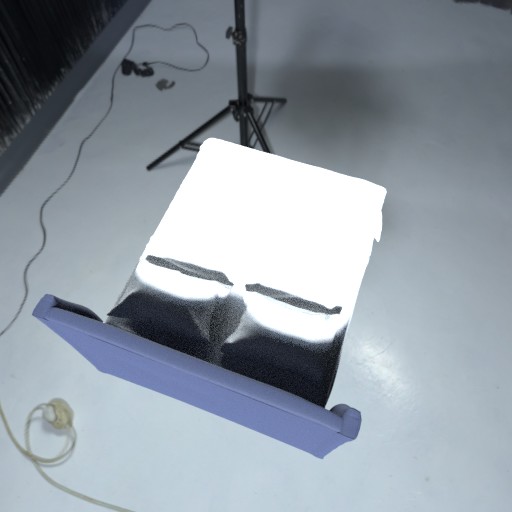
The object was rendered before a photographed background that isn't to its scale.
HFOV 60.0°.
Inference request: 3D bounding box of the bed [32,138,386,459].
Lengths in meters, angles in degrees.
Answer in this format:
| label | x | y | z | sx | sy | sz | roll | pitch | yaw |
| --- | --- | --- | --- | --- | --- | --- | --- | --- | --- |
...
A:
| label | x | y | z | sx | sy | sz | roll | pitch | yaw |
| --- | --- | --- | --- | --- | --- | --- | --- | --- | --- |
| bed | 0.000 | 0.000 | 3.421 | 1.925 | 1.332 | 2.276 | 18 | 63 | 10 |
